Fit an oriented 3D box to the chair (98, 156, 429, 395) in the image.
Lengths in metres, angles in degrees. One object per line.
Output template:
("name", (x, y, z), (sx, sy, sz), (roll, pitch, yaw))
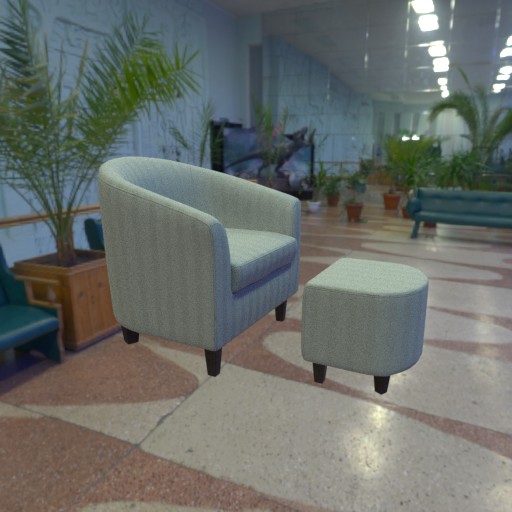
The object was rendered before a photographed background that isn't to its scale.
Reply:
("chair", (0.000, 0.000, 1.751), (1.288, 0.757, 0.756), (7, 15, 26))
